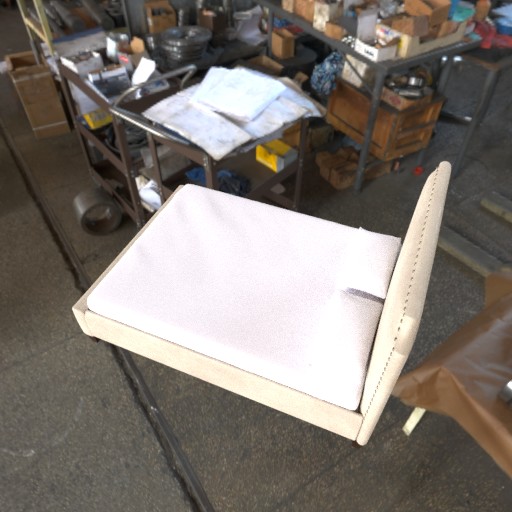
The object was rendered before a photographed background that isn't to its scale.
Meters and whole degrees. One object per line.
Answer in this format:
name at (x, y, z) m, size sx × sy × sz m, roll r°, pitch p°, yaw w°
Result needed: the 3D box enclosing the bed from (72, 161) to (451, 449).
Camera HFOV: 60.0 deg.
bed at (0.000, 0.000, 3.416) m, size 2.372 × 1.443 × 1.712 m, roll 17°, pitch 49°, yaw 16°
